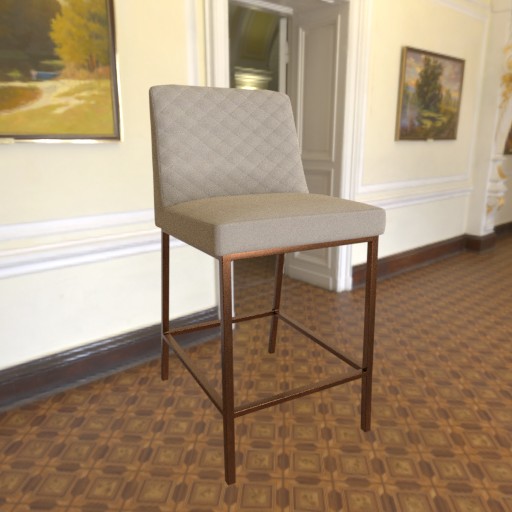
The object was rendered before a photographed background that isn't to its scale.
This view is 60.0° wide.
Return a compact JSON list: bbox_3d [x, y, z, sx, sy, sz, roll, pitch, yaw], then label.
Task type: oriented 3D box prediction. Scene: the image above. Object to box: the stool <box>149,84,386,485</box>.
[{"bbox_3d":[0.000,0.000,1.299,0.507,0.973,0.576,-8,17,-27],"label":"stool"}]
